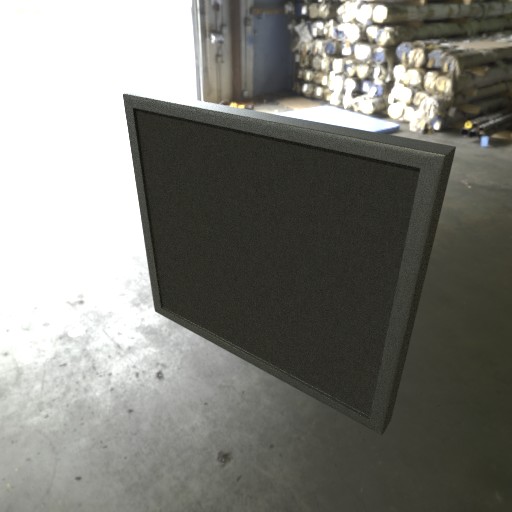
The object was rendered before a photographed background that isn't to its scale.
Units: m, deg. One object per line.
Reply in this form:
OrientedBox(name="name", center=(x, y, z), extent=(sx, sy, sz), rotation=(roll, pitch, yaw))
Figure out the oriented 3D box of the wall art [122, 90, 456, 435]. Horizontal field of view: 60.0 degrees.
OrientedBox(name="wall art", center=(0.000, 0.000, 0.528), extent=(0.380, 0.330, 0.028), rotation=(21, 37, 31))
